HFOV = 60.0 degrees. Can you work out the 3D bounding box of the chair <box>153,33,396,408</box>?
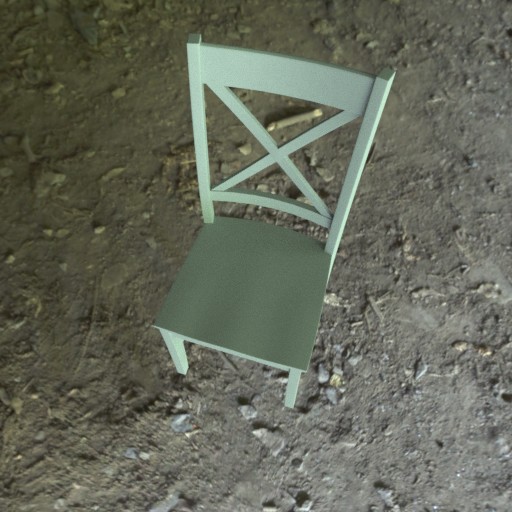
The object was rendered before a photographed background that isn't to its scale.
[{"bbox_3d":[0.000,0.000,1.291,0.485,0.983,0.542,15,59,9],"label":"chair"}]
